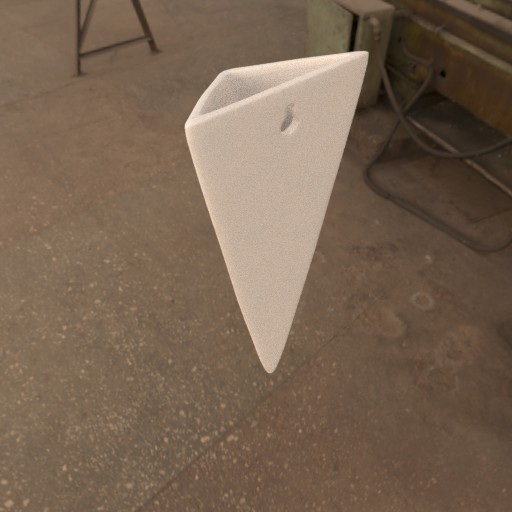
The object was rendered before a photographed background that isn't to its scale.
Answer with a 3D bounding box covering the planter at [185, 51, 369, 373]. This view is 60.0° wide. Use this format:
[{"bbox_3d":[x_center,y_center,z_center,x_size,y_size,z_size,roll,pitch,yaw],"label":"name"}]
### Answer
[{"bbox_3d":[0.000,0.000,0.394,0.143,0.338,0.065,-32,54,-26],"label":"planter"}]
